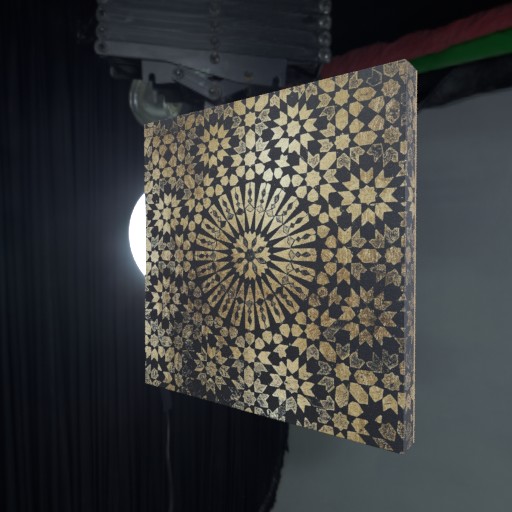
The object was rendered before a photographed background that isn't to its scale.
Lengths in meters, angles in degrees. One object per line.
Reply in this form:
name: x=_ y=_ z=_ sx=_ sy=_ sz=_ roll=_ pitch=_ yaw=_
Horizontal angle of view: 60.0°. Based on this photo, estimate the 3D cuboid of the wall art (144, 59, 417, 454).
wall art: x=0.000 y=0.000 z=0.588 sx=0.405 sy=0.405 sz=0.038 roll=1 pitch=1 yaw=36
